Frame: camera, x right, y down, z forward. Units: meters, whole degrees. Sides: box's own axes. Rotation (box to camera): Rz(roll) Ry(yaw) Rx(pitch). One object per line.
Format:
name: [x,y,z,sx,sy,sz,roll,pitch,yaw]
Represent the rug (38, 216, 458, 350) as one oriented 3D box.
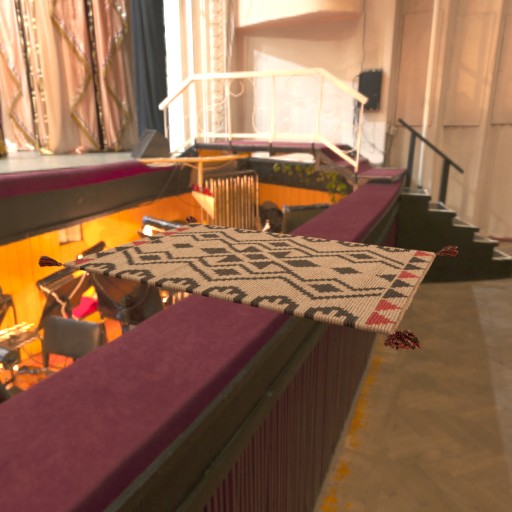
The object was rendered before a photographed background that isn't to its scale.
rug: [0.000,0.000,2.587,2.069,0.067,1.444,9,19,27]
